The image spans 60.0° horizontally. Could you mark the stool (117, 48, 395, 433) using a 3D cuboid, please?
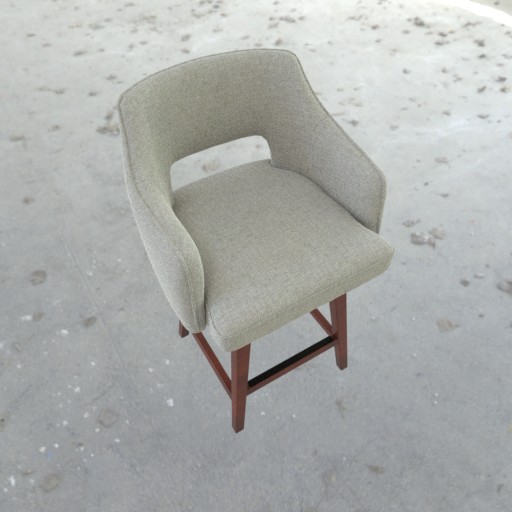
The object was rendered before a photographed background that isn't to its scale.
[{"bbox_3d":[0.000,0.000,1.275,0.599,0.944,0.558,-24,52,-20],"label":"stool"}]
